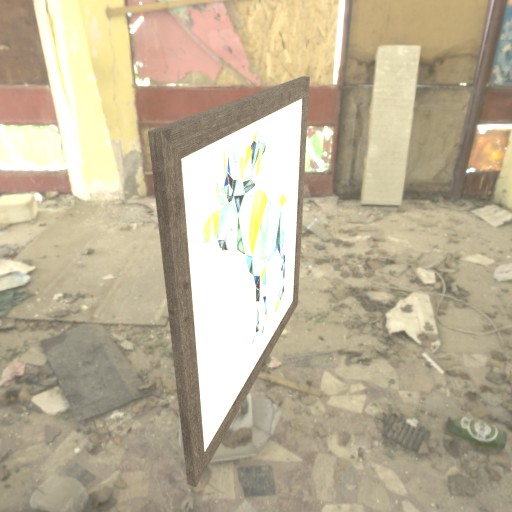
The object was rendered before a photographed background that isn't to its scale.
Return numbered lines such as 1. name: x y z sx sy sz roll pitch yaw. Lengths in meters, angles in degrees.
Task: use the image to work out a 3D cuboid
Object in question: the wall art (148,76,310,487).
1. wall art: 0.000 0.000 0.662 0.013 0.457 0.457 10 30 19
